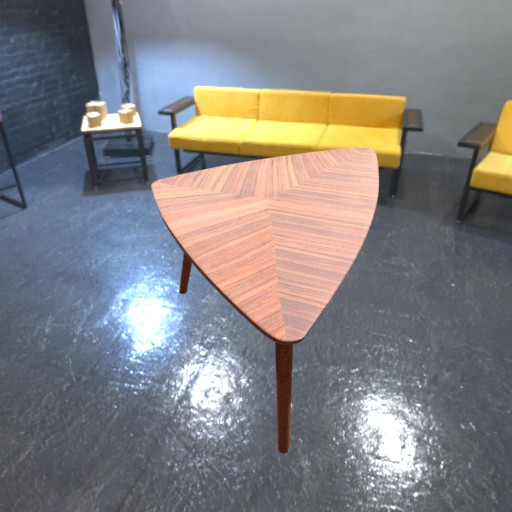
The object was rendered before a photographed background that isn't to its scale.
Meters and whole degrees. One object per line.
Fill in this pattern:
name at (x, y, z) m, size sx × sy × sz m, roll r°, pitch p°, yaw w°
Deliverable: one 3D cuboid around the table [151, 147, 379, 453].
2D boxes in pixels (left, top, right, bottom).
table at (0.000, 0.000, 1.243) m, size 0.601 × 0.365 × 1.008 m, roll 10°, pitch 33°, yaw 16°
